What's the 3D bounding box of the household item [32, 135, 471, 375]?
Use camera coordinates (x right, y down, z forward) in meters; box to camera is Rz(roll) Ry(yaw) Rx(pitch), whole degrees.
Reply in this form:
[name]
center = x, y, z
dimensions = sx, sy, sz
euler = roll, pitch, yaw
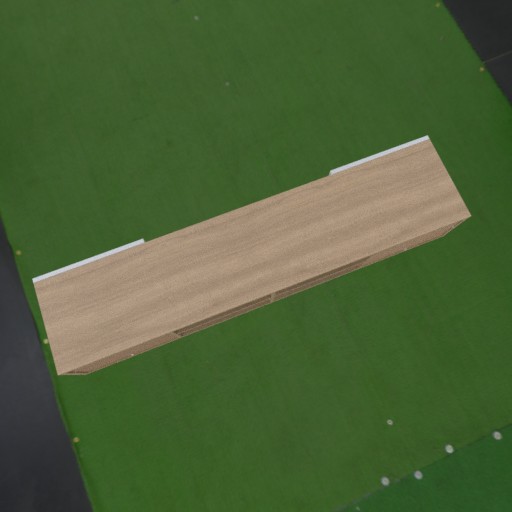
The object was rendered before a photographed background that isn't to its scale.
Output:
[household item]
center = 0.000, 0.000, 2.044
dimensions = 1.850, 0.310, 0.420
euler = -21, 76, -5
